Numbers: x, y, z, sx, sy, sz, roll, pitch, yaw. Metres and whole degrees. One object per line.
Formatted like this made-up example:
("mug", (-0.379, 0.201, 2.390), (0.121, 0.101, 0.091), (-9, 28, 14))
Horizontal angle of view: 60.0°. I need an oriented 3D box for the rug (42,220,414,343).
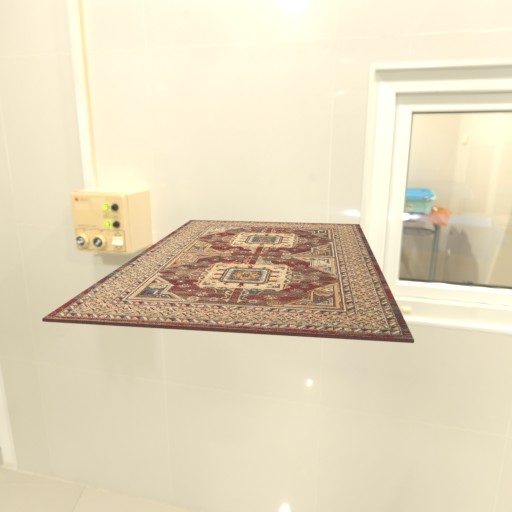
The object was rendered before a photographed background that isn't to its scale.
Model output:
("rug", (0.000, 0.000, 5.740), (3.033, 0.033, 4.578), (2, 15, 7))
